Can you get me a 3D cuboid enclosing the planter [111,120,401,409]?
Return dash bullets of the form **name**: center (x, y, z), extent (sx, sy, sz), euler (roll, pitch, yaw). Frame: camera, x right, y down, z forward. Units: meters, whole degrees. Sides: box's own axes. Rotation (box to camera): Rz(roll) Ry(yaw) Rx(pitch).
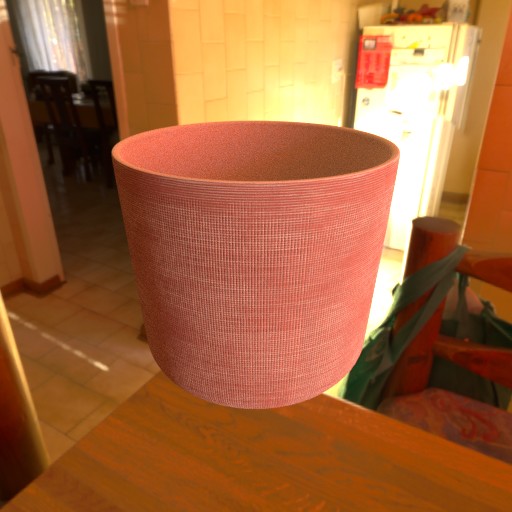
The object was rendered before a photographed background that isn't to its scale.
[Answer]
- **planter**: center (0.000, 0.000, 0.788), extent (0.440, 0.398, 0.440), euler (0, 26, 0)
